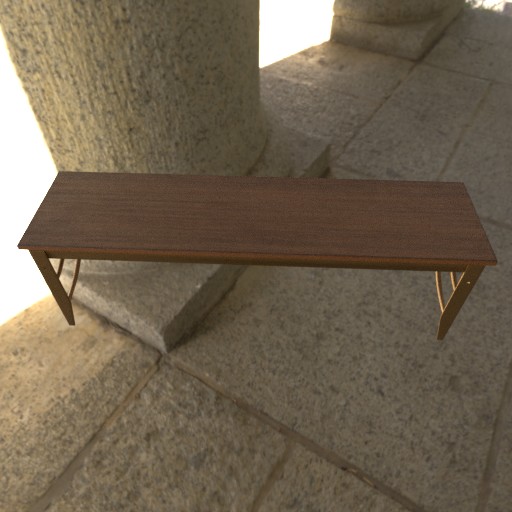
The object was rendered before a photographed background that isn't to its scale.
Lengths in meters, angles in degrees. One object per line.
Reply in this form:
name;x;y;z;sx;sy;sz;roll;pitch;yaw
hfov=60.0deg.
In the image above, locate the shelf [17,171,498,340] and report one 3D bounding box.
shelf;0.000;0.000;0.710;0.636;0.190;0.166;2;48;2
